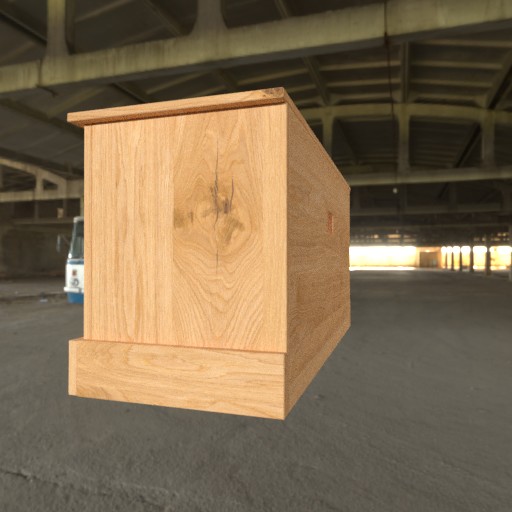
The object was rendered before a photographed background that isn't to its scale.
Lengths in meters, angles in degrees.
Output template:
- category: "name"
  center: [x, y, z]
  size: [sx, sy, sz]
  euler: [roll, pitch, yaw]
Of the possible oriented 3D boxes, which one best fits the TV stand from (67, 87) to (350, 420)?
- category: "TV stand"
  center: [0.000, 0.000, 1.309]
  size: [0.440, 0.550, 1.080]
  euler: [0, 0, 18]
